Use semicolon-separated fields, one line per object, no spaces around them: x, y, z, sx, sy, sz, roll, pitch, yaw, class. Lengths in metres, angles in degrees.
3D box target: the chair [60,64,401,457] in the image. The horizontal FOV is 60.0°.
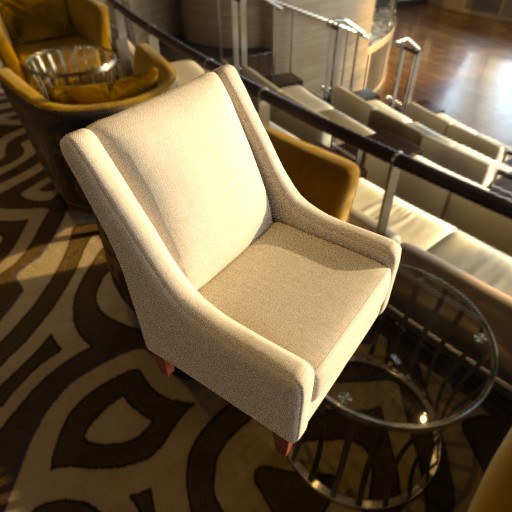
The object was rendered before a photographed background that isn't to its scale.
0.000;0.000;1.613;0.870;1.014;0.774;25;47;26;chair
